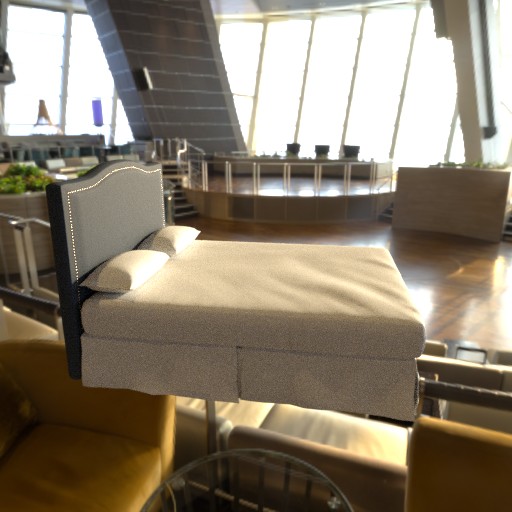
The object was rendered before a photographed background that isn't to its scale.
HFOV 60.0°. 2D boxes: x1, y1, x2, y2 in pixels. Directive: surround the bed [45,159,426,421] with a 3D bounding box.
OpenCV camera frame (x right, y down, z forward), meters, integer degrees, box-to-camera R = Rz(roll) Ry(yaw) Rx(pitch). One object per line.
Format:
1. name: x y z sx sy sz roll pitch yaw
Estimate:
1. bed: 0.000 0.000 3.437 2.282 1.436 1.821 3 16 9
